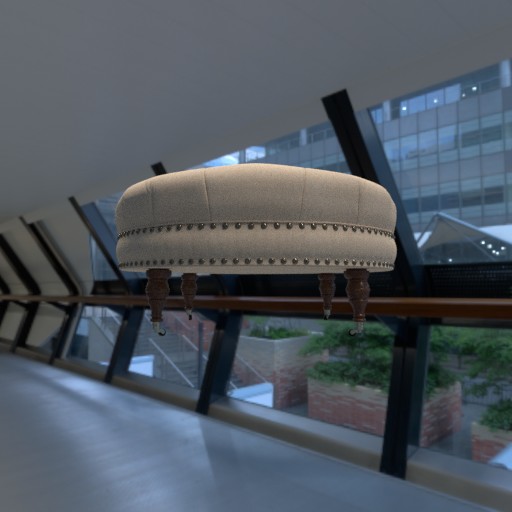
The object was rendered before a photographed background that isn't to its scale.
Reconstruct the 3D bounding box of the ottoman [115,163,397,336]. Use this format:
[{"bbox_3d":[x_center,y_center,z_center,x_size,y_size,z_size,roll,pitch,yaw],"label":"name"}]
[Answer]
[{"bbox_3d":[0.000,0.000,1.521,0.940,0.483,0.940,0,-4,0],"label":"ottoman"}]
